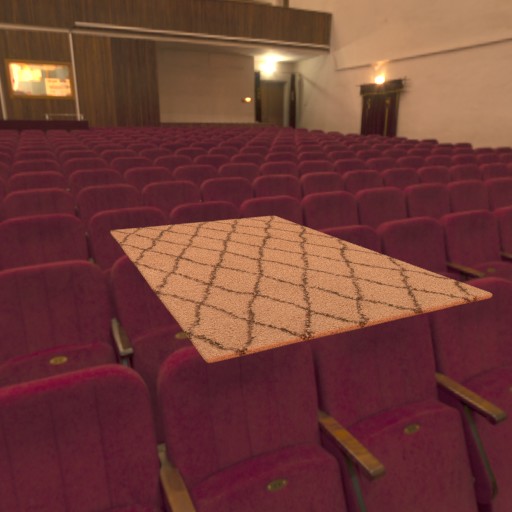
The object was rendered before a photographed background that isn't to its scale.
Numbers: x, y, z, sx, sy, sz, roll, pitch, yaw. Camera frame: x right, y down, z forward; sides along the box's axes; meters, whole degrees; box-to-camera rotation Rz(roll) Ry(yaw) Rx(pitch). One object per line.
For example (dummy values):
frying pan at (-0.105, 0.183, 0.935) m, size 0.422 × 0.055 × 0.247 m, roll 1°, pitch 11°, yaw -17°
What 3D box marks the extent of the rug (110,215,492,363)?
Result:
rug at (0.000, 0.000, 3.415) m, size 1.778 × 0.030 × 2.743 m, roll -7°, pitch 18°, yaw -25°
